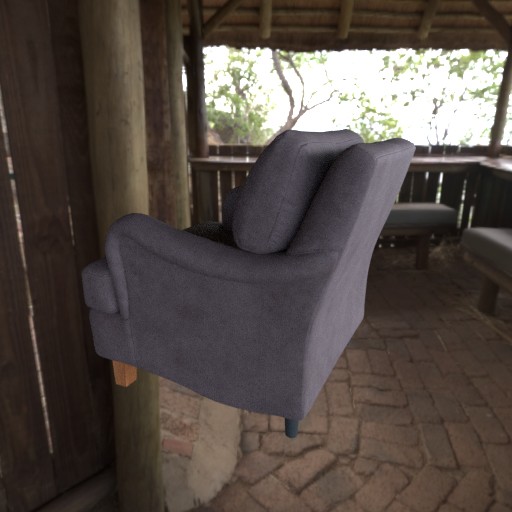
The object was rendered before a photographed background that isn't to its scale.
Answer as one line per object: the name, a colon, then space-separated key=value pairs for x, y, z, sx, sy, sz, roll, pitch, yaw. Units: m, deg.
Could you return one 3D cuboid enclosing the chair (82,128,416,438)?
chair: x=0.000 y=0.000 z=1.808 sx=1.070 sy=0.997 sz=0.955 roll=8 pitch=18 yaw=24
